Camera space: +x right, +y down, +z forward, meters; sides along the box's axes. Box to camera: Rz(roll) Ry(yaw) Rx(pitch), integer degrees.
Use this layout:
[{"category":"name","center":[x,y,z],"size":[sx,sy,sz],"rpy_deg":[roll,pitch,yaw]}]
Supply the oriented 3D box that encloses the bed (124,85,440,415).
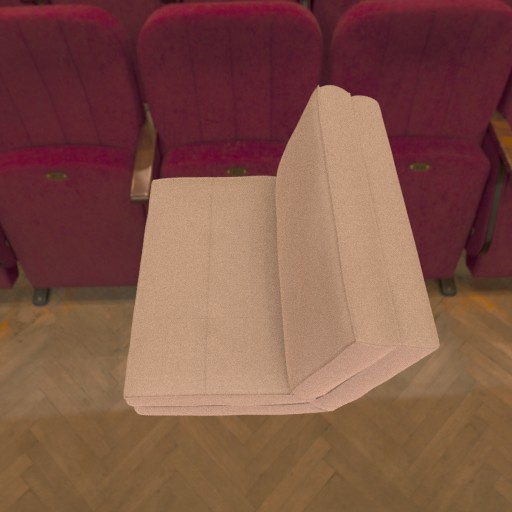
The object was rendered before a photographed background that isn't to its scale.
[{"category":"bed","center":[0.000,0.000,1.302],"size":[0.749,0.614,0.799],"rpy_deg":[-1,58,-1]}]
